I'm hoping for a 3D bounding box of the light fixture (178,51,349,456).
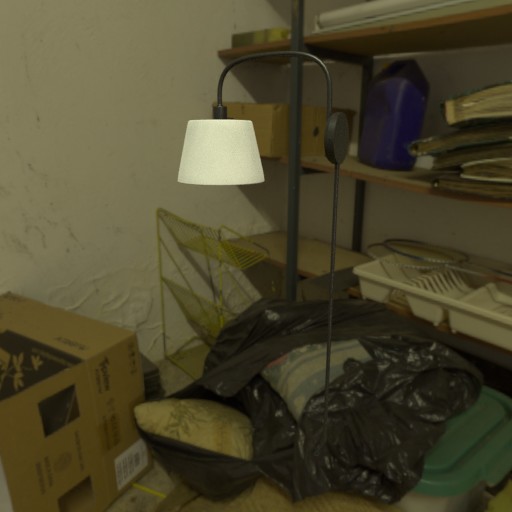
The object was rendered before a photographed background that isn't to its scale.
[{"bbox_3d":[0.000,0.000,0.473,0.176,0.399,0.092,8,16,27],"label":"light fixture"}]
